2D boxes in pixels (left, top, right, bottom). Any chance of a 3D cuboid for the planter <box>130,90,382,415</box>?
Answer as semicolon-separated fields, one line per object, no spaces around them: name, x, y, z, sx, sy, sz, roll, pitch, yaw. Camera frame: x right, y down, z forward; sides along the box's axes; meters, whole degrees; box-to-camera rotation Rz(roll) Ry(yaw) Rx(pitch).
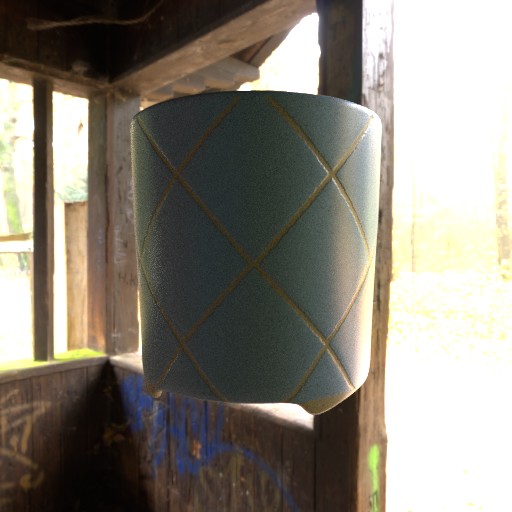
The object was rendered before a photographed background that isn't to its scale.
planter;0.000;0.000;0.420;0.227;0.235;0.227;0;1;0
